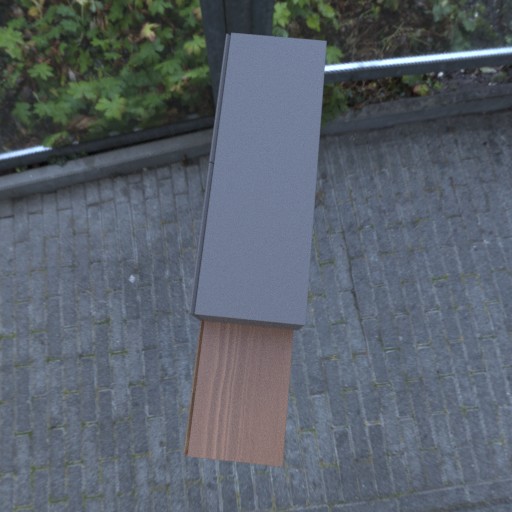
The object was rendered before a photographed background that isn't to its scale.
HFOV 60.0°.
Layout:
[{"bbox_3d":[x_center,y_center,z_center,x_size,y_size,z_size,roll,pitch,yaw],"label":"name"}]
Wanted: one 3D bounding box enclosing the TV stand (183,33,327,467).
[{"bbox_3d":[0.000,0.000,1.580,0.329,0.591,1.336,6,77,1],"label":"TV stand"}]
